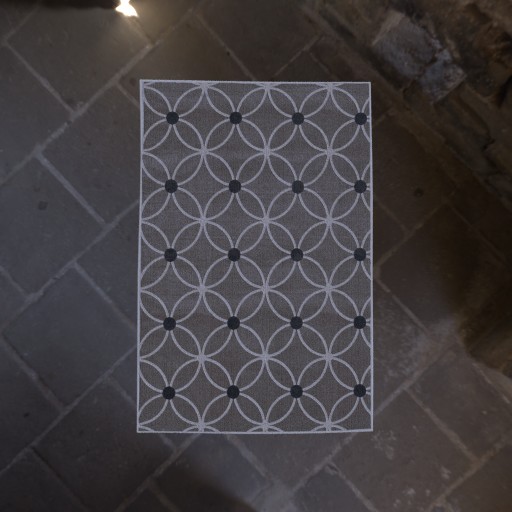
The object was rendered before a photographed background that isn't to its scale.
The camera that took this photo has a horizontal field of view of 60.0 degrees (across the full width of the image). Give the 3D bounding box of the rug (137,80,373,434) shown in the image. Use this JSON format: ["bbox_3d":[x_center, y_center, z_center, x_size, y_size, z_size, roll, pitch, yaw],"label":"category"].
[{"bbox_3d":[0.000,0.000,2.871,1.522,0.008,2.284,0,89,-1],"label":"rug"}]
